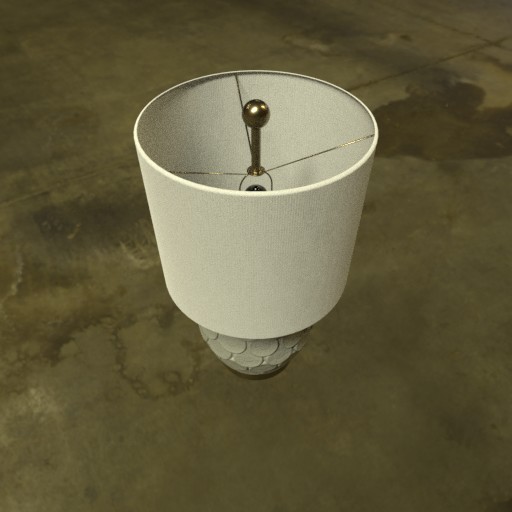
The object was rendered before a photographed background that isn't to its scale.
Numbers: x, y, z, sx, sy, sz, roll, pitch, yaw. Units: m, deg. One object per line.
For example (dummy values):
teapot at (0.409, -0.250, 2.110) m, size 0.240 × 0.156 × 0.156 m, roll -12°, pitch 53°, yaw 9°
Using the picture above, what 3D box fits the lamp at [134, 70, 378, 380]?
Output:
lamp at (0.000, 0.000, 0.613) m, size 0.254 × 0.452 × 0.254 m, roll 0°, pitch 46°, yaw 0°
